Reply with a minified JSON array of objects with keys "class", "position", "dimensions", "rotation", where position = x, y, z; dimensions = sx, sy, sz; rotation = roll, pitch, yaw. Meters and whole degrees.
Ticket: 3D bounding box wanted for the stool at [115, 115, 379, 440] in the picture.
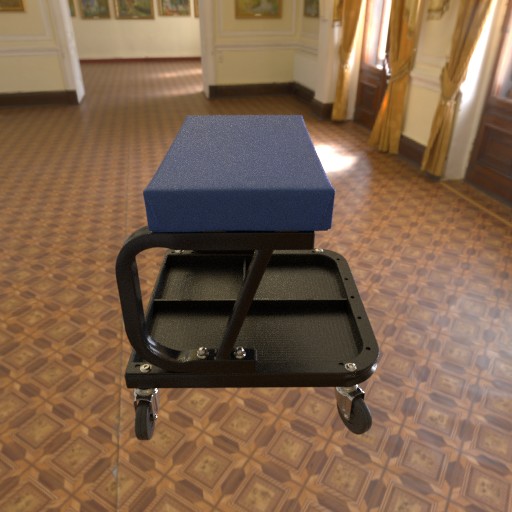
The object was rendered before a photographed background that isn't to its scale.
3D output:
[{"class":"stool","position":[0.000,0.000,0.733],"dimensions":[0.371,0.380,0.446],"rotation":[0,30,0]}]
